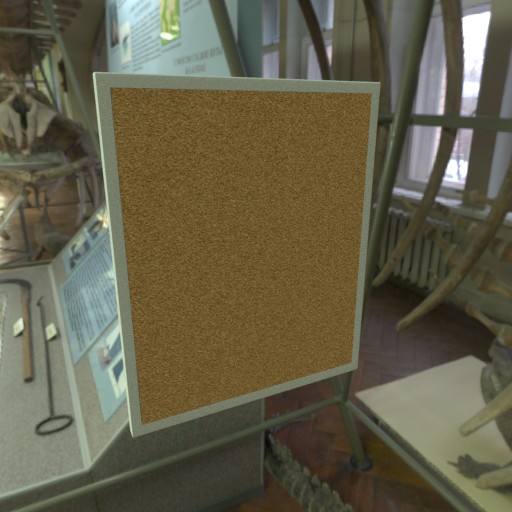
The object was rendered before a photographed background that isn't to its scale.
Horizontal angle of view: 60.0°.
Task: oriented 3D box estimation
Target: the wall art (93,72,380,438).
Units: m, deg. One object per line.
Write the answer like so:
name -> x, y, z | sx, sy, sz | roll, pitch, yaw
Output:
wall art -> 0.000, 0.000, 0.719 | 0.444, 0.536, 0.020 | -9, 20, -25
